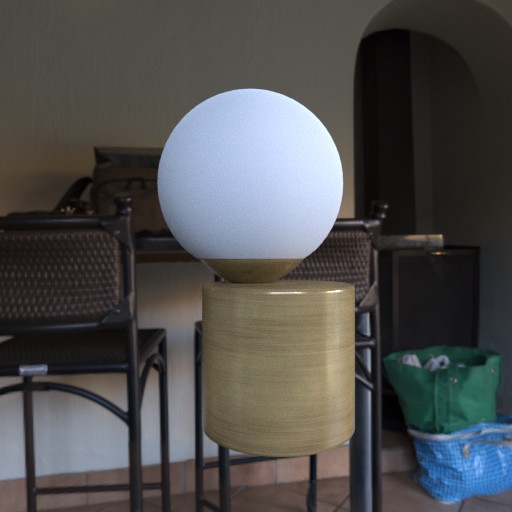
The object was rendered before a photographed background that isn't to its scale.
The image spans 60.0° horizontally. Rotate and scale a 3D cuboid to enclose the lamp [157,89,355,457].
[{"bbox_3d":[0.000,0.000,0.342,0.152,0.250,0.141,0,0,37],"label":"lamp"}]
